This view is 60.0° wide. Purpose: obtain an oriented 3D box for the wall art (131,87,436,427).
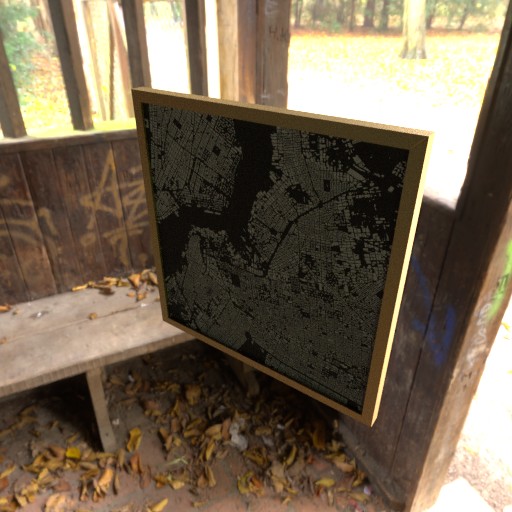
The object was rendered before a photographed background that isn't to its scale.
[{"bbox_3d":[0.000,0.000,2.946,1.926,1.926,0.099,20,36,30],"label":"wall art"}]
